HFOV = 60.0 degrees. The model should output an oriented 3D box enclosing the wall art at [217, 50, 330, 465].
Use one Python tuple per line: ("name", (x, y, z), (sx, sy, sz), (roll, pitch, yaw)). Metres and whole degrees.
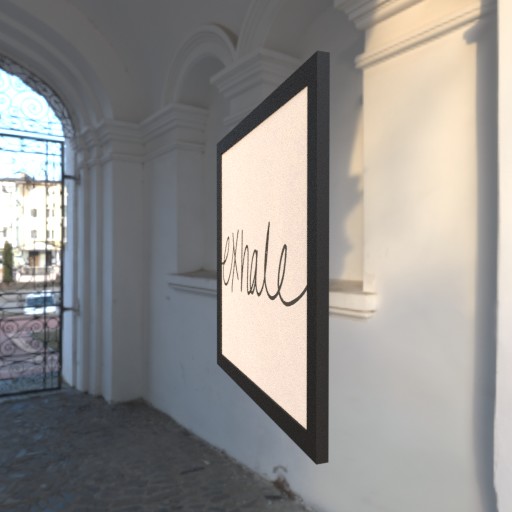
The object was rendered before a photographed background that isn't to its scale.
("wall art", (0.000, 0.000, 0.552), (0.012, 0.357, 0.358), (0, 1, -19))
